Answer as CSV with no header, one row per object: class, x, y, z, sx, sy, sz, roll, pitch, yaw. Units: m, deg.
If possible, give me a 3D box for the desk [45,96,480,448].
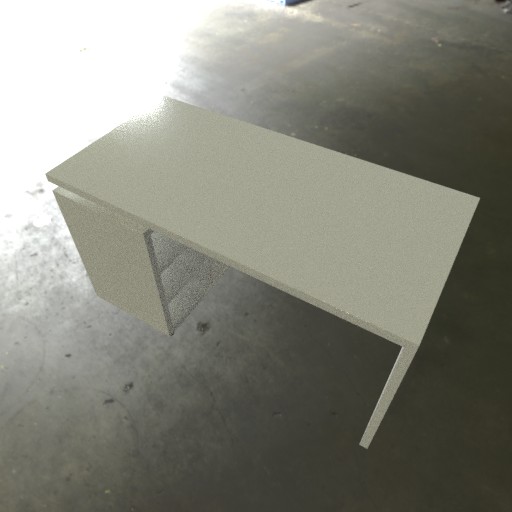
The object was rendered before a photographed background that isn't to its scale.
desk,0.000,0.000,1.854,1.400,0.740,0.690,24,51,21
